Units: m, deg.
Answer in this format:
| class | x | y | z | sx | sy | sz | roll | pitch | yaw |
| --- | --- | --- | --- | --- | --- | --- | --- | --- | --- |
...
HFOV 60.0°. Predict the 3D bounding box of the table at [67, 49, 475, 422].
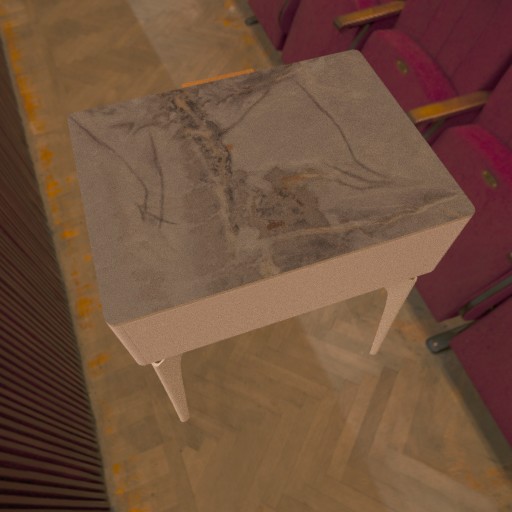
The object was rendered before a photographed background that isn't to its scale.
| class | x | y | z | sx | sy | sz | roll | pitch | yaw |
| --- | --- | --- | --- | --- | --- | --- | --- | --- | --- |
| table | 0.000 | 0.000 | 0.891 | 0.500 | 0.570 | 0.400 | -17 | 61 | -10 |
